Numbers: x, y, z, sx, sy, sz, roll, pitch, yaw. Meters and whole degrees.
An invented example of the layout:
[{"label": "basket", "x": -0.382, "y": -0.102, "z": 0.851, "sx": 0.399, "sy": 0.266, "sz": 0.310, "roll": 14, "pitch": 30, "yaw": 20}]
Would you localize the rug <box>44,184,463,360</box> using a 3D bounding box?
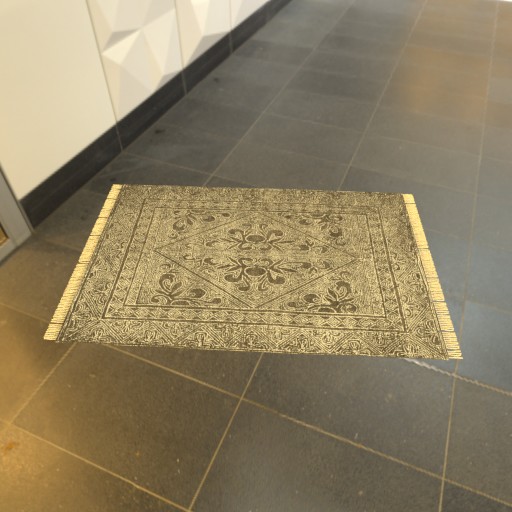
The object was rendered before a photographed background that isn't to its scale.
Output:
[{"label": "rug", "x": 0.000, "y": 0.000, "z": 3.089, "sx": 2.440, "sy": 0.010, "sz": 1.529, "roll": 2, "pitch": 46, "yaw": 2}]
